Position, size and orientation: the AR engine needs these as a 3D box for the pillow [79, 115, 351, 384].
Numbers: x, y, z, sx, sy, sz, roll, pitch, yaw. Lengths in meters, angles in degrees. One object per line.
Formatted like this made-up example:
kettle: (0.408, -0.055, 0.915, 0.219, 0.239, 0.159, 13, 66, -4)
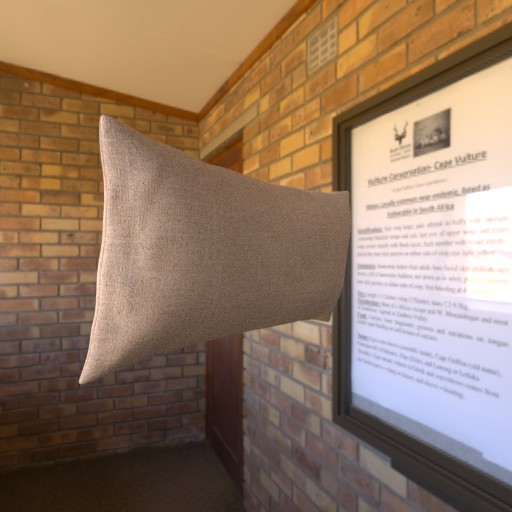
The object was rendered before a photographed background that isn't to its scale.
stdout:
pillow: (0.000, 0.000, 0.712, 0.155, 0.282, 0.612, 0, -1, 35)
